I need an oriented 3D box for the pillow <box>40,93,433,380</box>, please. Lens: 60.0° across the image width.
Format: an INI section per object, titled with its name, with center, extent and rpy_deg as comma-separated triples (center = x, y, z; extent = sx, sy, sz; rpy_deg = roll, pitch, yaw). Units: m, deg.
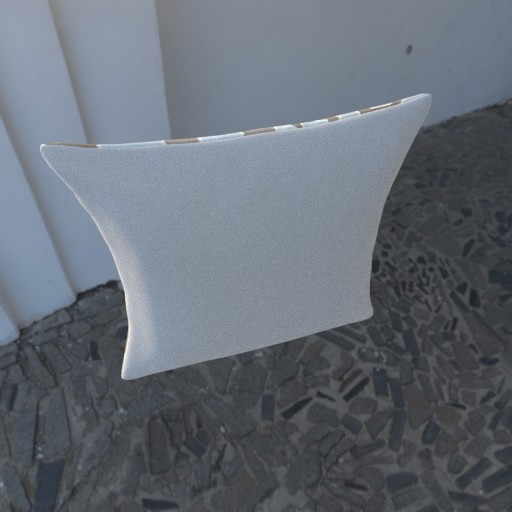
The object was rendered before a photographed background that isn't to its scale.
[pillow]
center = 0.000, 0.000, 0.767
extent = 0.552, 0.508, 0.166
rpy_deg = -12, 43, -13
